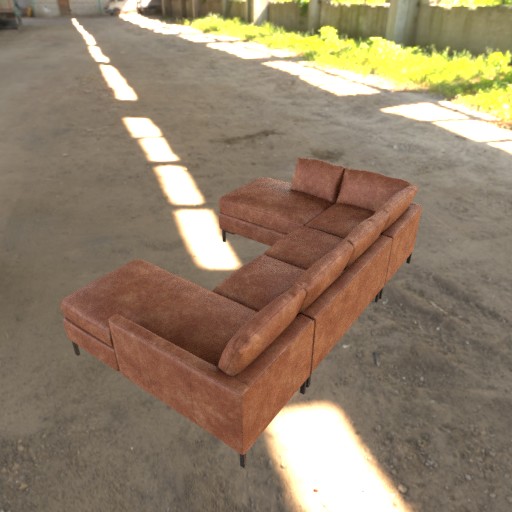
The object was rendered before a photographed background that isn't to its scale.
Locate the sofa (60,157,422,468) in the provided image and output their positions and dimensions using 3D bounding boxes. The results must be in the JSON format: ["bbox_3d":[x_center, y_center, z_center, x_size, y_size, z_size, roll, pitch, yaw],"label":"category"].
[{"bbox_3d":[0.000,0.000,3.880,1.939,0.900,2.956,20,36,30],"label":"sofa"}]
